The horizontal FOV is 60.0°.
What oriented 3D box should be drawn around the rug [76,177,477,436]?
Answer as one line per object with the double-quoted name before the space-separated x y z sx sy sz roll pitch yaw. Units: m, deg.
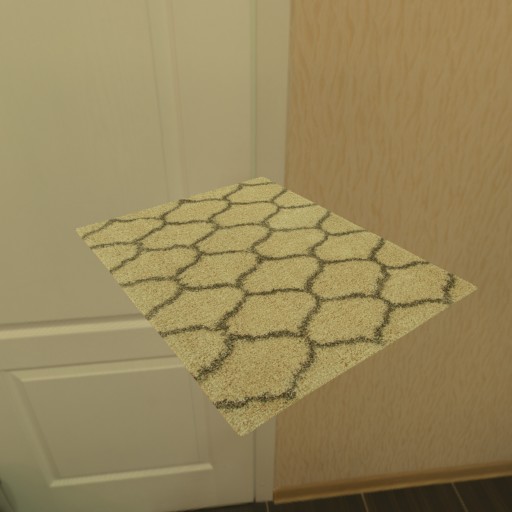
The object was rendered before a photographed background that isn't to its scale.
"rug" 0.000 0.000 4.108 2.399 0.026 3.000 -21 38 -30
